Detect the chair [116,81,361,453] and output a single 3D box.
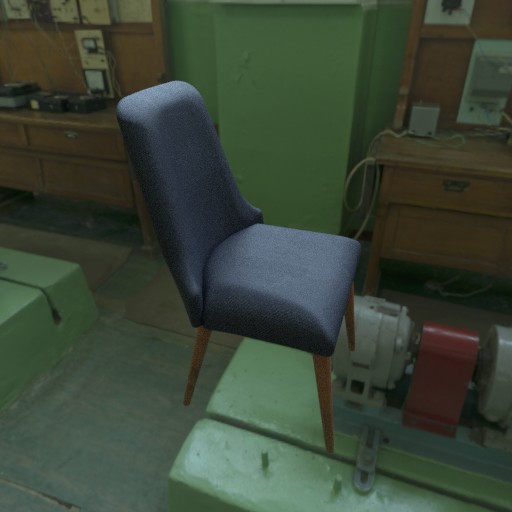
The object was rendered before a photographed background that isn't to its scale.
[{"bbox_3d":[0.000,0.000,1.183,0.567,0.820,0.504,10,32,16],"label":"chair"}]
